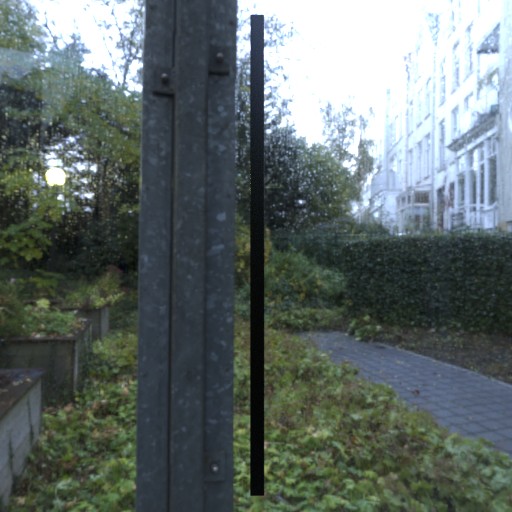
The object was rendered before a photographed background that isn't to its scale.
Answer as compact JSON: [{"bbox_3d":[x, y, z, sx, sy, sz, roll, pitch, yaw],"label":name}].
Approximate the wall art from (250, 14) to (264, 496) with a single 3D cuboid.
[{"bbox_3d":[0.000,0.000,0.834,0.019,0.656,0.462,0,-1,0],"label":"wall art"}]
